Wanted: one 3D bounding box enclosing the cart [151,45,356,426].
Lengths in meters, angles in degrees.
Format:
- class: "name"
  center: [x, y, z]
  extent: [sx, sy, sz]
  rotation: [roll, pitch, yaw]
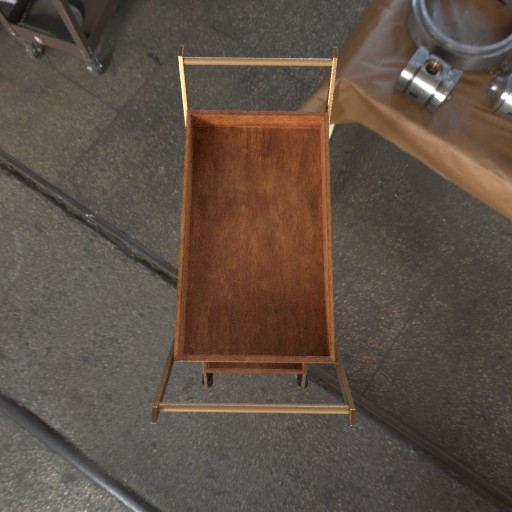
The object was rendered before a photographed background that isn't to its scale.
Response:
- class: "cart"
  center: [0.000, 0.000, 1.327]
  extent: [0.405, 0.869, 0.836]
  rotation: [1, 77, 0]
